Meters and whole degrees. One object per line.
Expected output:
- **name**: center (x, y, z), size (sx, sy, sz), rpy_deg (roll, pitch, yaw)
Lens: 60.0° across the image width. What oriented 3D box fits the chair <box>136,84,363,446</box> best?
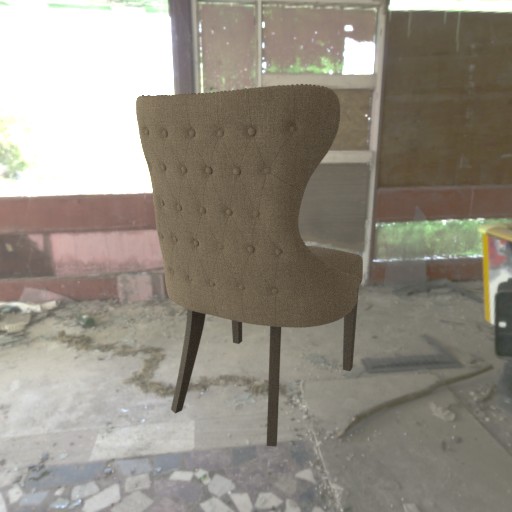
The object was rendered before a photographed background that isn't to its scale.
- **chair**: center (0.000, 0.000, 1.414), size (0.628, 0.967, 0.635), rpy_deg (8, 17, 27)
